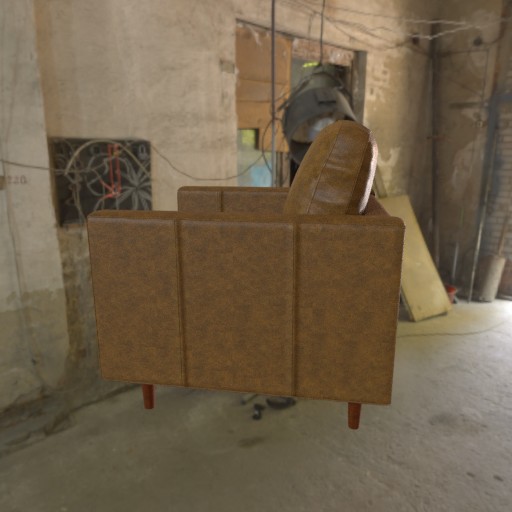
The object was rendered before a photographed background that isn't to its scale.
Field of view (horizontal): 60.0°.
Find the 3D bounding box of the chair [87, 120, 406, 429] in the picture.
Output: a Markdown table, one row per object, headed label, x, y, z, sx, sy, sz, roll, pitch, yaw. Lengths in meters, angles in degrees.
| label | x | y | z | sx | sy | sz | roll | pitch | yaw |
| --- | --- | --- | --- | --- | --- | --- | --- | --- | --- |
| chair | 0.000 | 0.000 | 1.656 | 0.909 | 0.956 | 0.890 | 2 | 14 | 9 |
